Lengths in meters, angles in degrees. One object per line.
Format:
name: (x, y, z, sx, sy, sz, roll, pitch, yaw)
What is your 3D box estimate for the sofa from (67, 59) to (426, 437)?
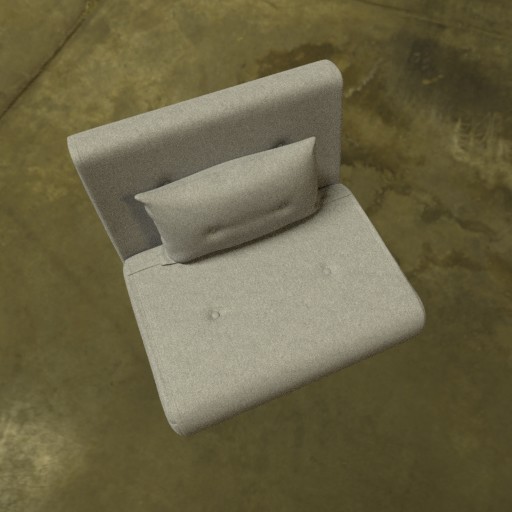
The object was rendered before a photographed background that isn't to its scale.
sofa: (0.000, 0.000, 1.723, 1.020, 0.825, 1.000, -21, 65, -10)
